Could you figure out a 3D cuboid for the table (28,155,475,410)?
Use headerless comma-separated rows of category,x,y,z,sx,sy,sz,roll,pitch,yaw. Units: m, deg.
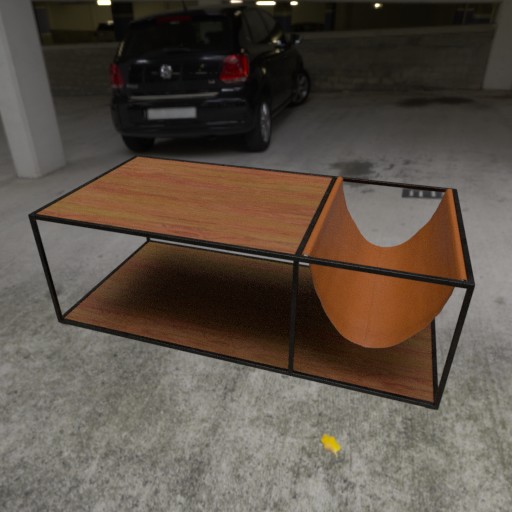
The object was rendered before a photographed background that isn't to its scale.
table,0.000,0.000,1.472,1.199,0.403,0.597,9,31,15
